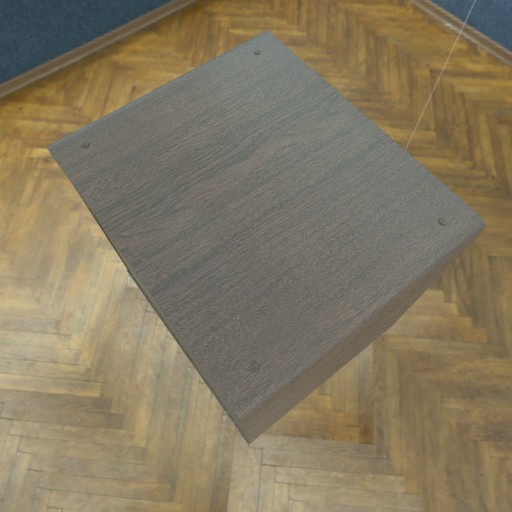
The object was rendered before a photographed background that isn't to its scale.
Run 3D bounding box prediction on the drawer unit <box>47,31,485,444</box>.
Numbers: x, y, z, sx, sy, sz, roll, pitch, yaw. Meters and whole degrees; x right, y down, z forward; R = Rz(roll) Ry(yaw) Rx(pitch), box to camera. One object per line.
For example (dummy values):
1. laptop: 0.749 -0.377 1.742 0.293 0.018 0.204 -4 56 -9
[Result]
1. drawer unit: 0.000 0.000 0.591 0.290 0.344 0.344 -35 69 -15
